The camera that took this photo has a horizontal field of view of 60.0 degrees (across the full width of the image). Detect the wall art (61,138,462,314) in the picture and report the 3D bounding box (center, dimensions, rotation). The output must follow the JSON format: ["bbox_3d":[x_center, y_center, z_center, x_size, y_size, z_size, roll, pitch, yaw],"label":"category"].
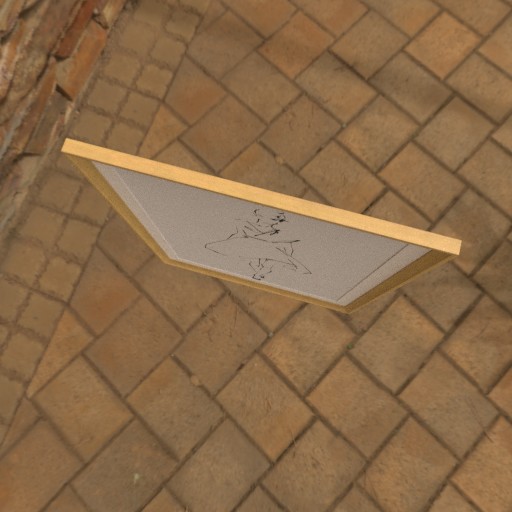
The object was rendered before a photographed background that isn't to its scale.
[{"bbox_3d":[0.000,0.000,1.346,0.798,1.002,0.030,15,77,4],"label":"wall art"}]
